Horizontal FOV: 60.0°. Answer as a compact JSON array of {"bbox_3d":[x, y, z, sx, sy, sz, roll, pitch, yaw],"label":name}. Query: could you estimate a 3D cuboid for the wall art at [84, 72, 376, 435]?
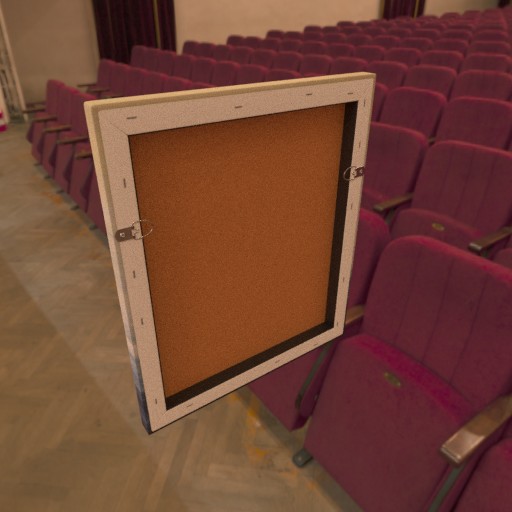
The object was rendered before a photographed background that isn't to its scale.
[{"bbox_3d":[0.000,0.000,0.977,0.608,0.710,0.041,-19,35,-30],"label":"wall art"}]
